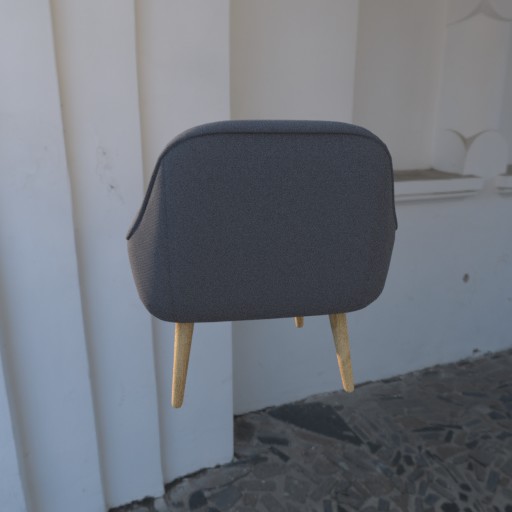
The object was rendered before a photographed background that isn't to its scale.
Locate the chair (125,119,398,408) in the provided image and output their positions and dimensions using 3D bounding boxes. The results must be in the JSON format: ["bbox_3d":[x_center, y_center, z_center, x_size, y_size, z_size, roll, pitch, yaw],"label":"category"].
[{"bbox_3d":[0.000,0.000,1.417,0.770,0.800,0.779,-2,14,-9],"label":"chair"}]
